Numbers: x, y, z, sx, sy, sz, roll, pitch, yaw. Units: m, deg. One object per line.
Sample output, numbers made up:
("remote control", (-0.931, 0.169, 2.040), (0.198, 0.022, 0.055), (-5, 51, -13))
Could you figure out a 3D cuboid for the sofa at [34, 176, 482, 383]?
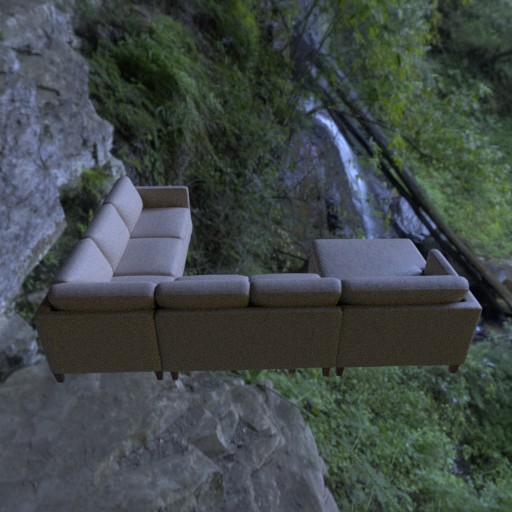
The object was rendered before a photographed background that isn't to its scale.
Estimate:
("sofa", (0.000, 0.000, 4.493), (3.403, 0.889, 2.551), (-1, 31, -2))
